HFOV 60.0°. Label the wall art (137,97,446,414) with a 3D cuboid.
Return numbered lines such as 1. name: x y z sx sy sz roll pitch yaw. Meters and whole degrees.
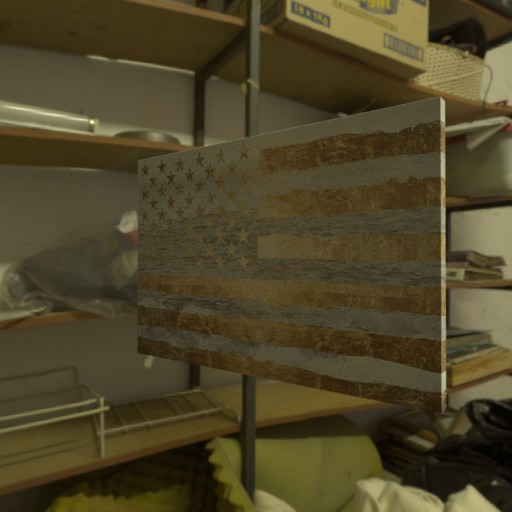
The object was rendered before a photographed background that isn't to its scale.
1. wall art: 0.000 0.000 1.425 1.145 0.762 0.041 0 -1 37
